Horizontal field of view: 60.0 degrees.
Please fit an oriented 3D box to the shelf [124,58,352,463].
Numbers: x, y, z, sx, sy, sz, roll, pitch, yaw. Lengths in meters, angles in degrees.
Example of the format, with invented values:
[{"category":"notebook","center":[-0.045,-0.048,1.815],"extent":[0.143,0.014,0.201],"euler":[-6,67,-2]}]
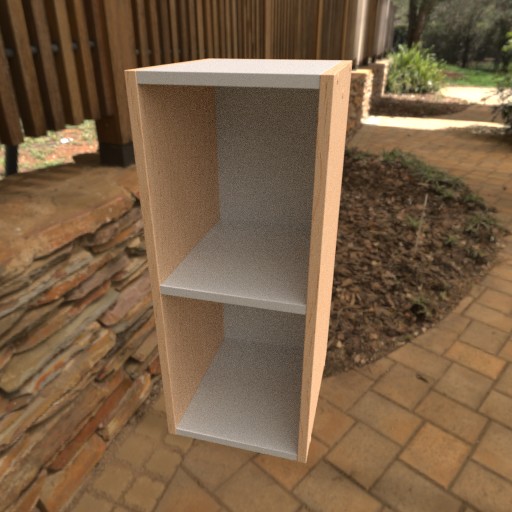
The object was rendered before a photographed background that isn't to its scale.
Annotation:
[{"category":"shelf","center":[0.000,0.000,0.756],"extent":[0.250,0.600,0.290],"euler":[7,27,13]}]
